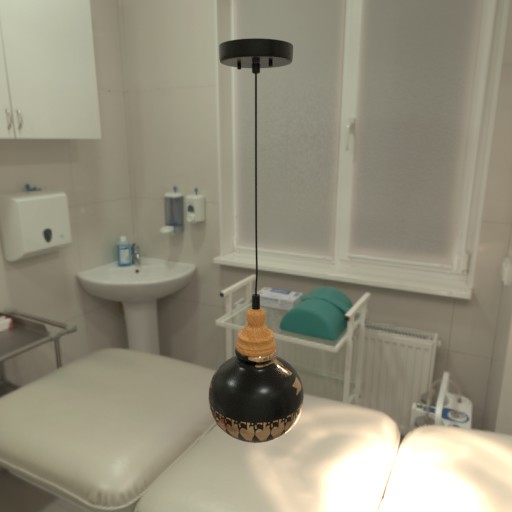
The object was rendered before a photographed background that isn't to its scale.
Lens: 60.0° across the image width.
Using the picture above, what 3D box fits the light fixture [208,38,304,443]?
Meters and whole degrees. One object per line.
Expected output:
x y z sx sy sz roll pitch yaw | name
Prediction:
0.000 0.000 1.848 0.430 1.606 0.430 8 16 27 | light fixture
